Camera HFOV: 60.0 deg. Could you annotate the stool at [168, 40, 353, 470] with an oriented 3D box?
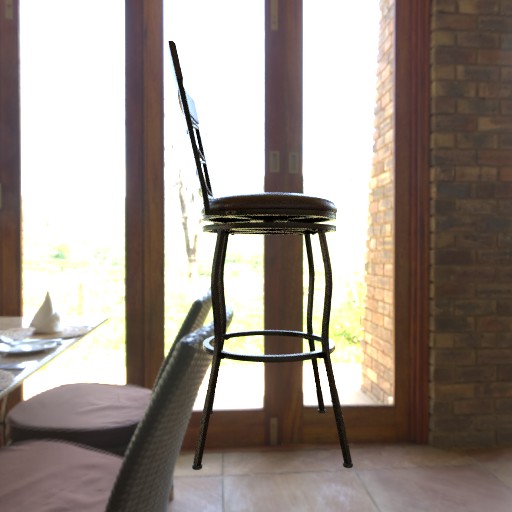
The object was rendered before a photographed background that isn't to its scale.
[{"bbox_3d":[0.000,0.000,1.388,0.513,1.130,0.448,0,0,-1],"label":"stool"}]
